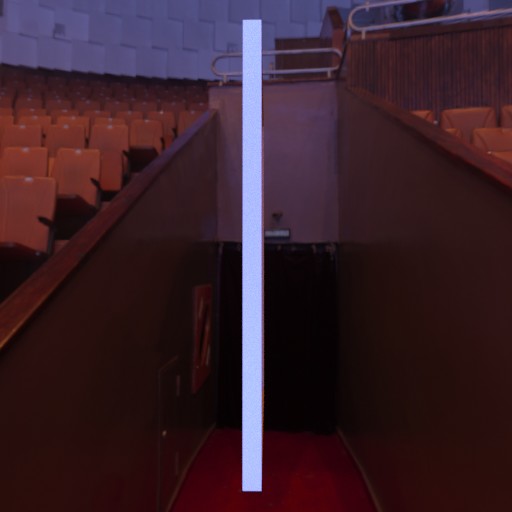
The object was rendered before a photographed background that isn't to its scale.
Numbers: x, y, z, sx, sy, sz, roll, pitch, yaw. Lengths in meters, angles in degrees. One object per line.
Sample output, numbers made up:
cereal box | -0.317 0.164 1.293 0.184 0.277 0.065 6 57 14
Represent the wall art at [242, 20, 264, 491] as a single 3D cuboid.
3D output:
wall art | 0.000 0.000 1.165 0.037 0.916 0.610 0 -1 1
